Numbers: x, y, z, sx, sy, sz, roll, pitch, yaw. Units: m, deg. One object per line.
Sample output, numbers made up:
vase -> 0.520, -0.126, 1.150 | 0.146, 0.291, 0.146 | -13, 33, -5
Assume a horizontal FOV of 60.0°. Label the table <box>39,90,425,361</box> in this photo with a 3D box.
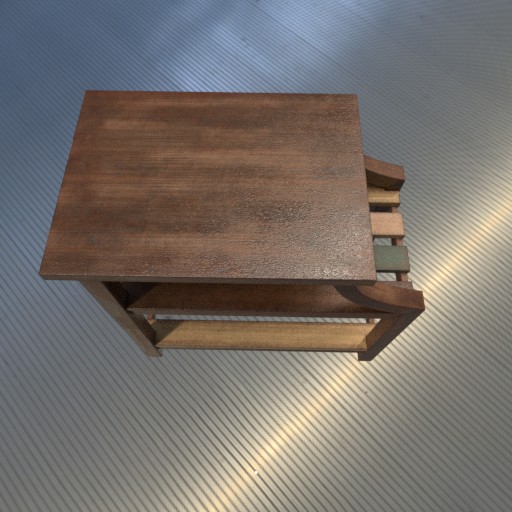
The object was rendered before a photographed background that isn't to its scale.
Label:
table -> 0.000, 0.000, 0.964 | 0.609, 0.584, 0.356 | 1, 64, 1
